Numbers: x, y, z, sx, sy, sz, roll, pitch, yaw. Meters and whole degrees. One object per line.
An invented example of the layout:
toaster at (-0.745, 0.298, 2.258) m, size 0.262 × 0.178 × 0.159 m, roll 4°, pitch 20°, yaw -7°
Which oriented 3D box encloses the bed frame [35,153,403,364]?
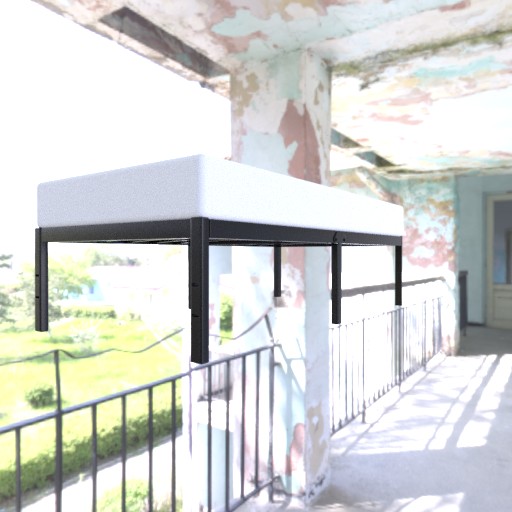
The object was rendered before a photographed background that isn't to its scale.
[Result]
bed frame at (0.000, 0.000, 2.448) m, size 1.023 × 0.659 × 1.950 m, roll 0°, pitch 0°, yaw 36°
